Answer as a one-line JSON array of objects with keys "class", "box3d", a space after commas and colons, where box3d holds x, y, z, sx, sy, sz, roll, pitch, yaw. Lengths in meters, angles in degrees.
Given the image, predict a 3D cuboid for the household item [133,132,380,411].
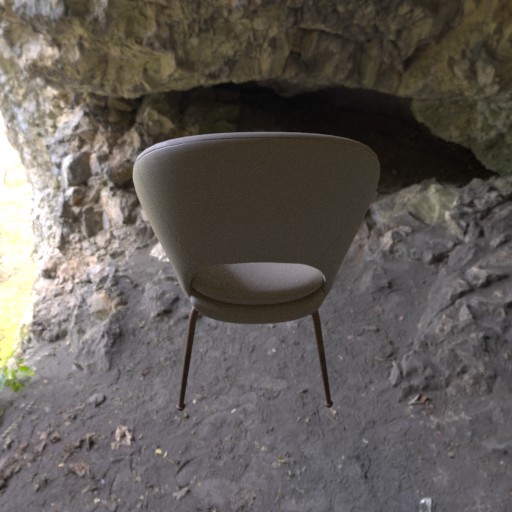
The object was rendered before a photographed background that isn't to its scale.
[{"class": "household item", "box3d": [0.000, 0.000, 1.276, 0.623, 0.852, 0.573, -1, 31, -1]}]
